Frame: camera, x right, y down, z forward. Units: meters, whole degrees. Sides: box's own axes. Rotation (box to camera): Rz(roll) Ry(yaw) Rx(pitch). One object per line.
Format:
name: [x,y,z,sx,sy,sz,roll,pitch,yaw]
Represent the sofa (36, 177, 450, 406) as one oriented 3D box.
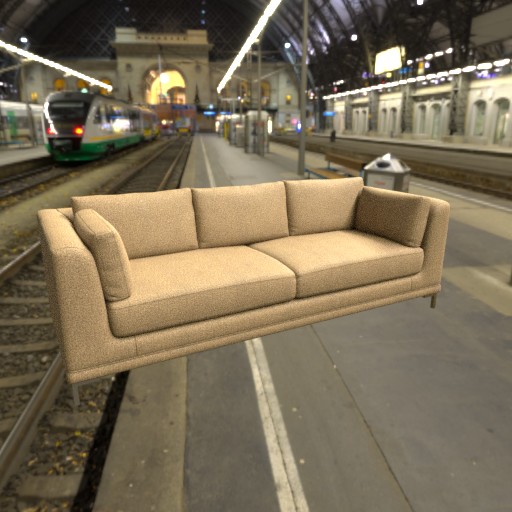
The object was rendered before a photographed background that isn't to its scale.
sofa: [0.000,0.000,2.836,2.415,0.867,0.969,-9,19,-27]
